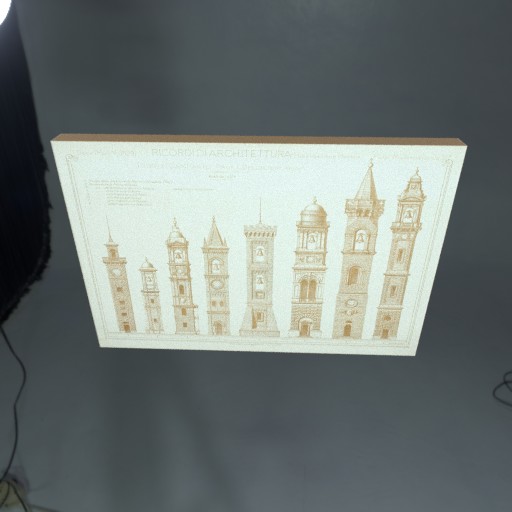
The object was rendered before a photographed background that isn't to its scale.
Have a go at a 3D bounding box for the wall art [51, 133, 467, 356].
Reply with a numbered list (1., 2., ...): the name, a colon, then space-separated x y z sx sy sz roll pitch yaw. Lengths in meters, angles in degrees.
1. wall art: 0.000 0.000 0.769 0.609 0.407 0.039 1 31 2
